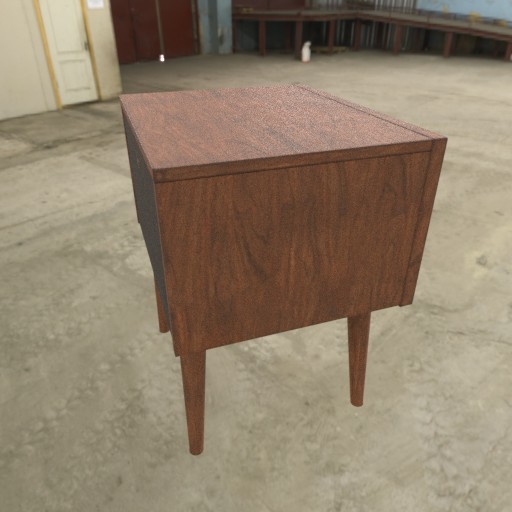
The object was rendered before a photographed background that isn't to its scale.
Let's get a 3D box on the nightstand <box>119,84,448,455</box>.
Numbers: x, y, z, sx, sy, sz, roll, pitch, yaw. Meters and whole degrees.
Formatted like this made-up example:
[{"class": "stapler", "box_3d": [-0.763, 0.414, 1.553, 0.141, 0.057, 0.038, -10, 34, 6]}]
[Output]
[{"class": "nightstand", "box_3d": [0.000, 0.000, 0.959, 0.445, 0.607, 0.521, -10, 31, -17]}]
